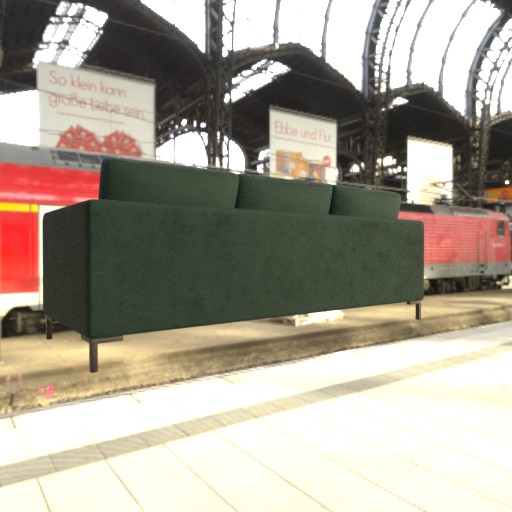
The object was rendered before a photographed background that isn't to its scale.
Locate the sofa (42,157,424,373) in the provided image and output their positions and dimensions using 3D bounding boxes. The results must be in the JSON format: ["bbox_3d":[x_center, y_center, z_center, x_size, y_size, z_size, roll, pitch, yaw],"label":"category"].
[{"bbox_3d":[0.000,0.000,2.674,2.218,0.870,0.859,-1,1,-37],"label":"sofa"}]
